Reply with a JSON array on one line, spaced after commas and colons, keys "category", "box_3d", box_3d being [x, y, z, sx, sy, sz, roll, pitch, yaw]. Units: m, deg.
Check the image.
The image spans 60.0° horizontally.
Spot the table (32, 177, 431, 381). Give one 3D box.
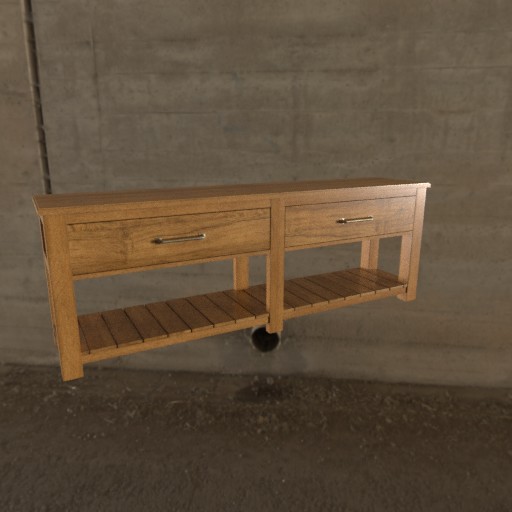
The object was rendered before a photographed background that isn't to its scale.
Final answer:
[{"category": "table", "box_3d": [0.000, 0.000, 2.096, 1.815, 0.635, 0.425, -8, 17, -27]}]
